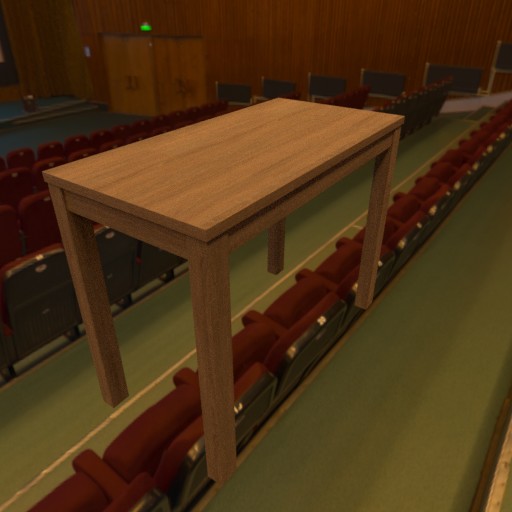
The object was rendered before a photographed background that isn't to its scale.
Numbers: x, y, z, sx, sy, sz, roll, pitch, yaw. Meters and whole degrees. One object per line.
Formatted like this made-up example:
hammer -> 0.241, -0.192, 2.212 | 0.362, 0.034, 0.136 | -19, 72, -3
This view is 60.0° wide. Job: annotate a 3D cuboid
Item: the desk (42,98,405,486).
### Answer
desk -> 0.000, 0.000, 1.431 | 0.495, 0.762, 0.991 | 20, 36, 30
